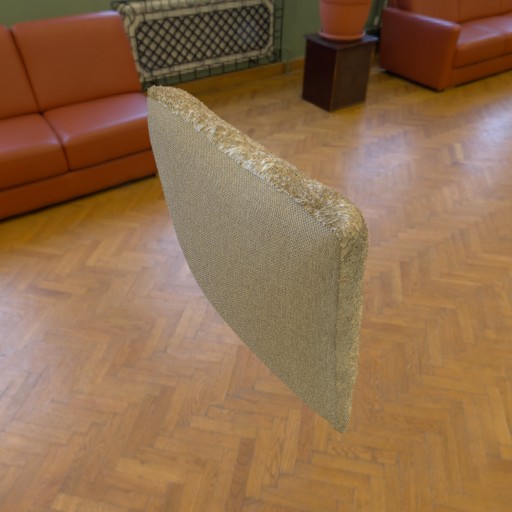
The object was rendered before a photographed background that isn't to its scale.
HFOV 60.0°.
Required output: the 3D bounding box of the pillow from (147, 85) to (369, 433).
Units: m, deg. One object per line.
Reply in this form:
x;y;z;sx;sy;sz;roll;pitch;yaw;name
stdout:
0.000;0.000;0.807;0.218;0.515;0.529;-25;46;-26;pillow
